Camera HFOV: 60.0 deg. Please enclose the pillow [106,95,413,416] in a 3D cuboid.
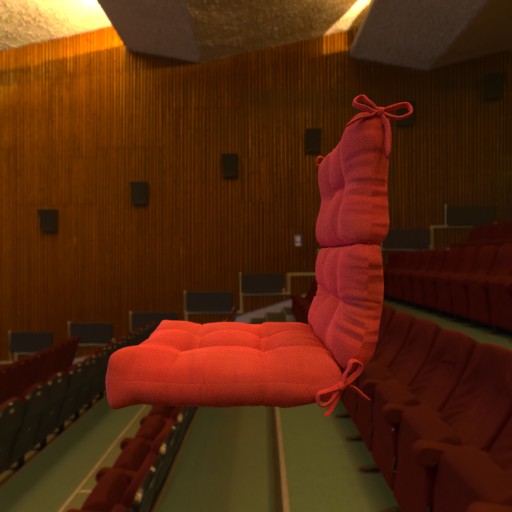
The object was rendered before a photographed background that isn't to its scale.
[{"bbox_3d":[0.000,0.000,1.039,0.571,0.605,0.519,0,0,0],"label":"pillow"}]
